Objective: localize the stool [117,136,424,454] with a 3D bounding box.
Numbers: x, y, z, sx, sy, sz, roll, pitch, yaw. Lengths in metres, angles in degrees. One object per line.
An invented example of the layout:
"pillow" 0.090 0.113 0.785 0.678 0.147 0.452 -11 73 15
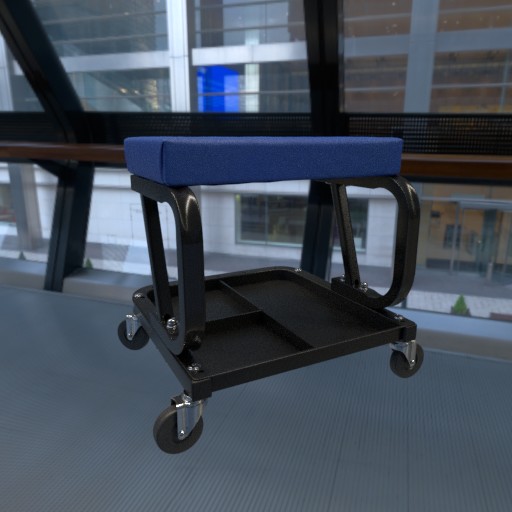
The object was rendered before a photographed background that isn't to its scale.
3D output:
"stool" 0.000 0.000 0.732 0.446 0.380 0.371 -8 17 -27
